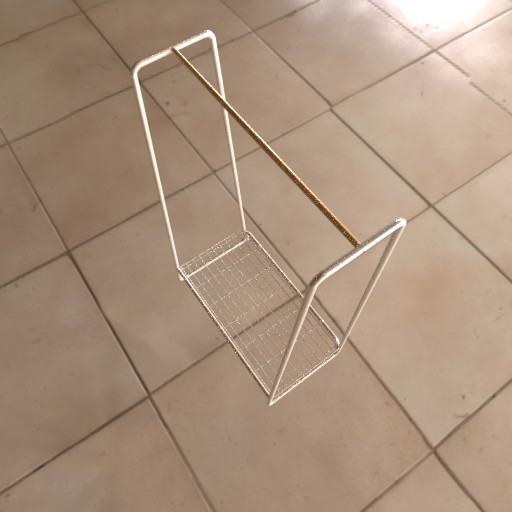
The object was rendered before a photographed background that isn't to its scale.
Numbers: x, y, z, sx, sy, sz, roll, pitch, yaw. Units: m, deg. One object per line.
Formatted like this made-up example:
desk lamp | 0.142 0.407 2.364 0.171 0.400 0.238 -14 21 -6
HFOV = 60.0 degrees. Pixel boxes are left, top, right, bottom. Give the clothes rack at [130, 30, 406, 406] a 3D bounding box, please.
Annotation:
clothes rack | 0.000 0.000 1.890 0.495 1.500 0.900 -33 67 -16
